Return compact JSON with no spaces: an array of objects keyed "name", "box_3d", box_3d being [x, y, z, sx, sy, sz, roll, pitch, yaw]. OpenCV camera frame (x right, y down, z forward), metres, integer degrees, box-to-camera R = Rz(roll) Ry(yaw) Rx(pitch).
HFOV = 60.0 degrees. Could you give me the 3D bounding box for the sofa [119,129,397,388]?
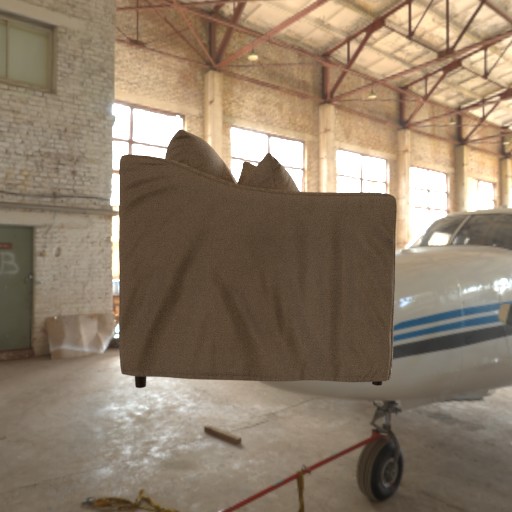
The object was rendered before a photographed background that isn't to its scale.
[{"name":"sofa","box_3d":[0.000,0.000,2.626,1.072,1.018,2.010,0,0,-1]}]
